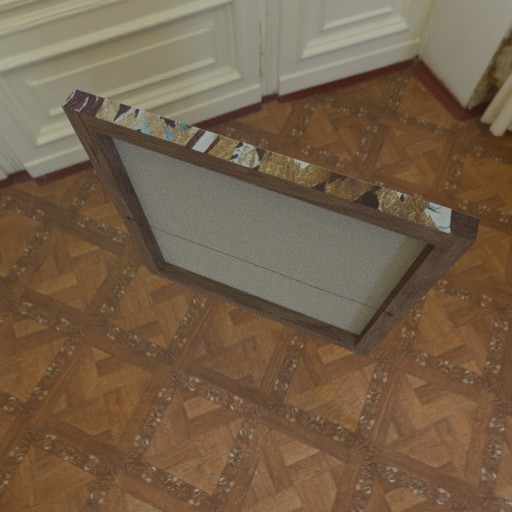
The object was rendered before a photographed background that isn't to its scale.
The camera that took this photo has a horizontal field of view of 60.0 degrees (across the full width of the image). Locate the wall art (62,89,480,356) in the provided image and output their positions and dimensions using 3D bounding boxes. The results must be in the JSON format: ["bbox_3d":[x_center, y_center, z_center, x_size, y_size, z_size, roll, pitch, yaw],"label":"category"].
[{"bbox_3d":[0.000,0.000,0.890,0.609,0.613,0.041,20,66,9],"label":"wall art"}]
